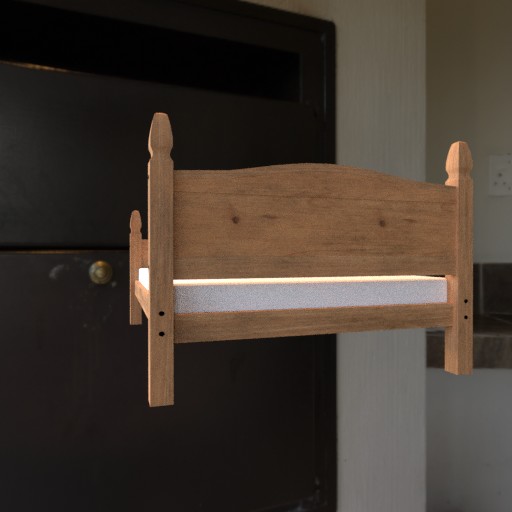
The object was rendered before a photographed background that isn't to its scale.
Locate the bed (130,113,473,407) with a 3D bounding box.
[{"bbox_3d":[0.000,0.000,2.843,1.490,1.100,2.069,0,0,-18],"label":"bed"}]
